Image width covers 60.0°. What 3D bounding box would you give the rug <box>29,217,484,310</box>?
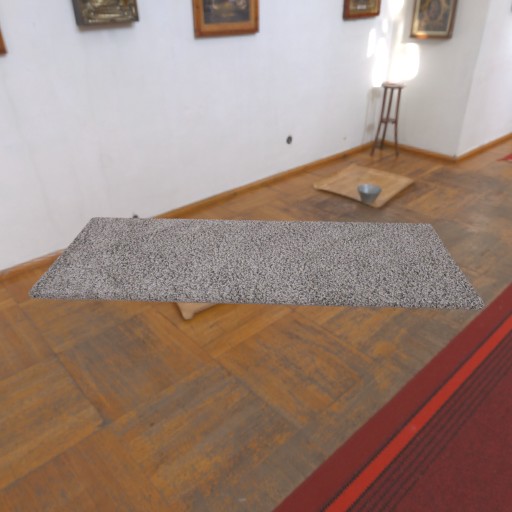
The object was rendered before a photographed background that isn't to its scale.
[{"bbox_3d":[0.000,0.000,1.736,1.524,0.030,0.609,1,30,2],"label":"rug"}]
